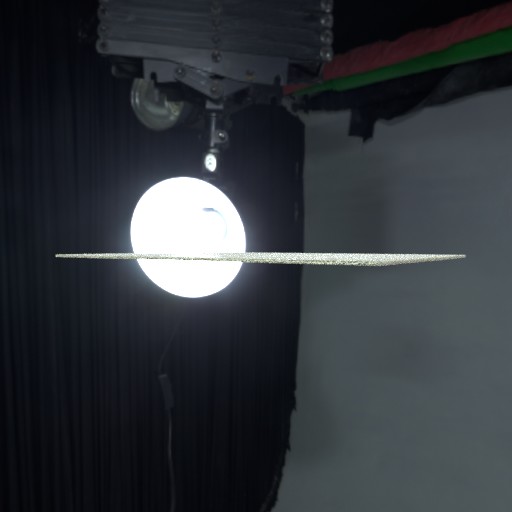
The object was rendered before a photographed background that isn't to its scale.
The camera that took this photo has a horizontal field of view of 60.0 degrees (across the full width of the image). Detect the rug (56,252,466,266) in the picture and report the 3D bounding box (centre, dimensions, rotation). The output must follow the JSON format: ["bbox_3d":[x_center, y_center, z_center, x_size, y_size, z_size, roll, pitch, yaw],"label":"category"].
[{"bbox_3d":[0.000,0.000,2.965,2.297,0.018,1.532,1,2,37],"label":"rug"}]
